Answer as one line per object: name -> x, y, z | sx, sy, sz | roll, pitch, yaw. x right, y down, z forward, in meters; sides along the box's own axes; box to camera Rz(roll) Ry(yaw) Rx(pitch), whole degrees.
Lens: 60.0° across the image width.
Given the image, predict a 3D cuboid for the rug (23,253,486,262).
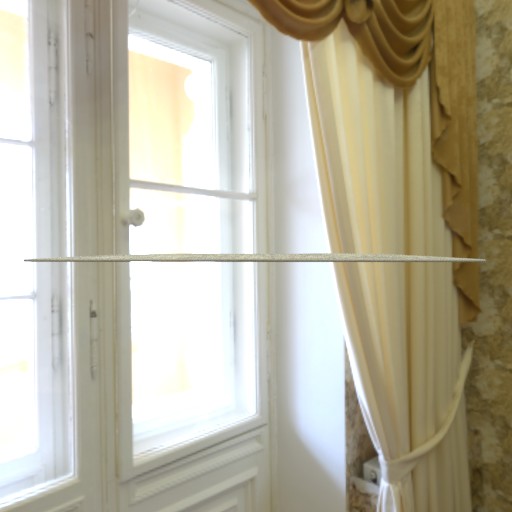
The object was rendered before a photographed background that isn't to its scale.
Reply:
rug -> 0.000, 0.000, 3.929 | 2.921, 0.032, 2.311 | 0, 1, 1
